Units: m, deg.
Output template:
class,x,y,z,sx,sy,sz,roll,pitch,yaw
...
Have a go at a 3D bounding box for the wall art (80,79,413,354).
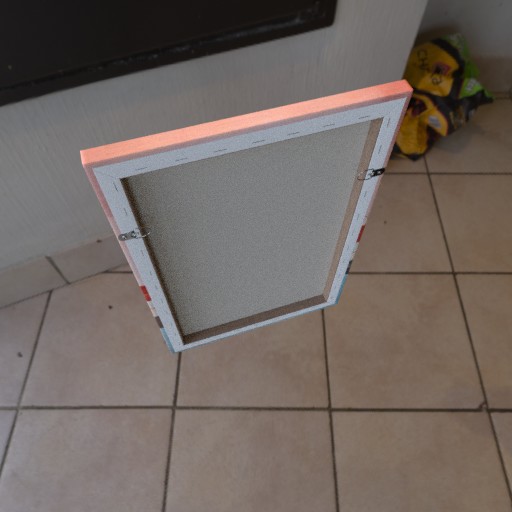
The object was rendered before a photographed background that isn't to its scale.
class,x,y,z,sx,sy,sz,roll,pitch,yaw
wall art,0.000,0.000,1.173,0.610,0.914,0.038,-15,59,-9
